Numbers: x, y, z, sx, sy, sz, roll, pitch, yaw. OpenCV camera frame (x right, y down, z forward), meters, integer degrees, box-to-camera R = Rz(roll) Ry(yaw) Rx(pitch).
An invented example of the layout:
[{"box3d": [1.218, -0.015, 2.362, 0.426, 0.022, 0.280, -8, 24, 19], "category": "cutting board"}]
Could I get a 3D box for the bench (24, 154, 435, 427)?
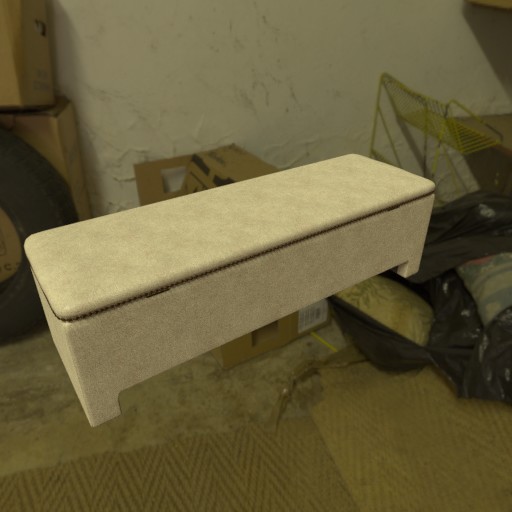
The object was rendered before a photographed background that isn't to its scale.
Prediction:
[{"box3d": [0.000, 0.000, 1.686, 1.482, 0.447, 0.470, -20, 36, -29], "category": "bench"}]
